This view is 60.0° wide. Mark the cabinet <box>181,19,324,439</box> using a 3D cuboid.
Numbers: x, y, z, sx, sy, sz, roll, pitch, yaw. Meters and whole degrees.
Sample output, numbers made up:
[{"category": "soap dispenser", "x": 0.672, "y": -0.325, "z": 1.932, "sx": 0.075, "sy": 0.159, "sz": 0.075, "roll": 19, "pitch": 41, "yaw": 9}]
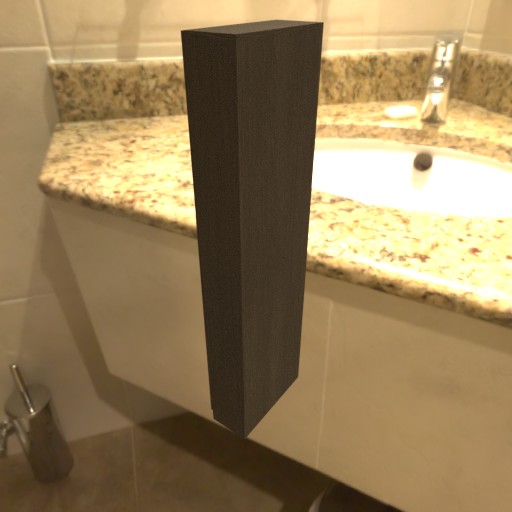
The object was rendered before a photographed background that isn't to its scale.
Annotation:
[{"category": "cabinet", "x": 0.000, "y": 0.000, "z": 1.935, "sx": 0.230, "sy": 1.790, "sz": 0.500, "roll": 21, "pitch": 38, "yaw": 30}]
